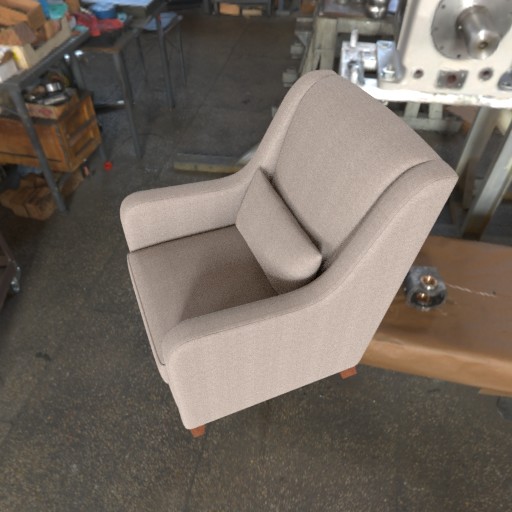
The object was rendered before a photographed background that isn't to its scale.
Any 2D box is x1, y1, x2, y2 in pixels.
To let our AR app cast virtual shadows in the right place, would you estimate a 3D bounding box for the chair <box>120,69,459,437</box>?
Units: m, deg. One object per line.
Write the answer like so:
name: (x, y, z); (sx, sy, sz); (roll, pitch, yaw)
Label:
chair: (0.000, 0.000, 1.617); (0.890, 1.017, 0.715); (-17, 49, -15)
